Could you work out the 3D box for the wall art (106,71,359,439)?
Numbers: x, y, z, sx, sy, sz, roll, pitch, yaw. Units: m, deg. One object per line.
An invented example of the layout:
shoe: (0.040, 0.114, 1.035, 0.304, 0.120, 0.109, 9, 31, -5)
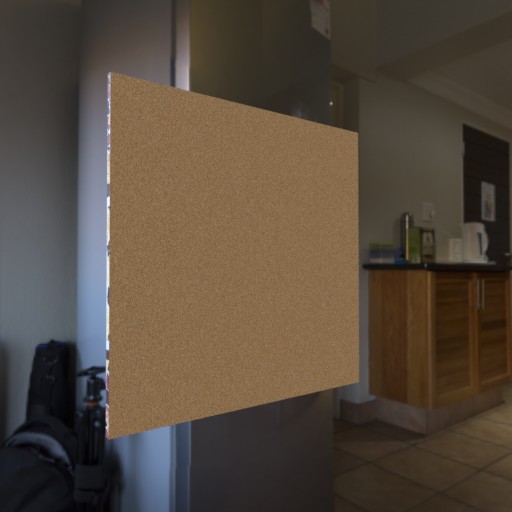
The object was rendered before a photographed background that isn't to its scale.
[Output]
wall art: (0.000, 0.000, 0.610, 0.404, 0.406, 0.010, 1, -1, -35)
